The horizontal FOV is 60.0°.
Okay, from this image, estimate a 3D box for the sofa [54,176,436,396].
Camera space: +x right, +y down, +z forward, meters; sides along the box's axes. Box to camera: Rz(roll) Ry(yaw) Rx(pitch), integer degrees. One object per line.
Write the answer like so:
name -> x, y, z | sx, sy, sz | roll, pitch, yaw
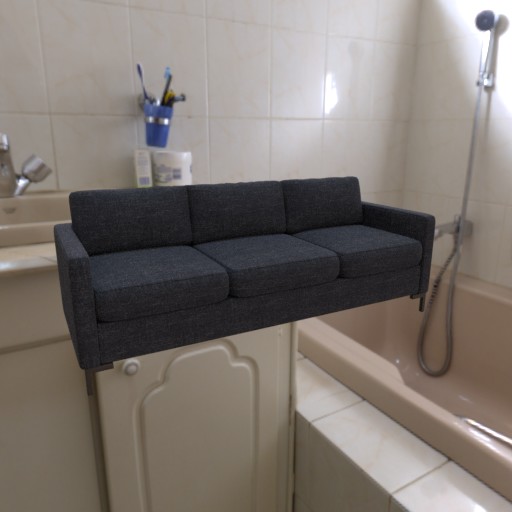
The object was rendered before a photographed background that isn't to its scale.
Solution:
sofa -> 0.000, 0.000, 2.761 | 2.218, 0.874, 0.859 | -8, 17, -27
